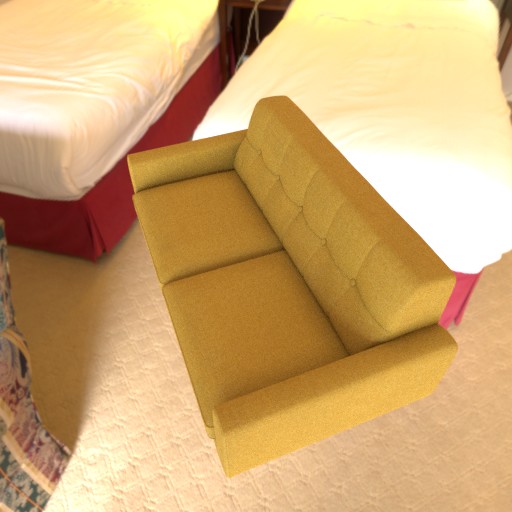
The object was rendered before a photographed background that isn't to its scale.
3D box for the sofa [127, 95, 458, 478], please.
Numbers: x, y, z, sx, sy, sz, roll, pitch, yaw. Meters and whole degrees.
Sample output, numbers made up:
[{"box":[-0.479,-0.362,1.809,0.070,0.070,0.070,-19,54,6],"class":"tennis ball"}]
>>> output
[{"box":[0.000,0.000,2.062,0.909,0.841,1.631,-16,48,-15],"class":"sofa"}]
